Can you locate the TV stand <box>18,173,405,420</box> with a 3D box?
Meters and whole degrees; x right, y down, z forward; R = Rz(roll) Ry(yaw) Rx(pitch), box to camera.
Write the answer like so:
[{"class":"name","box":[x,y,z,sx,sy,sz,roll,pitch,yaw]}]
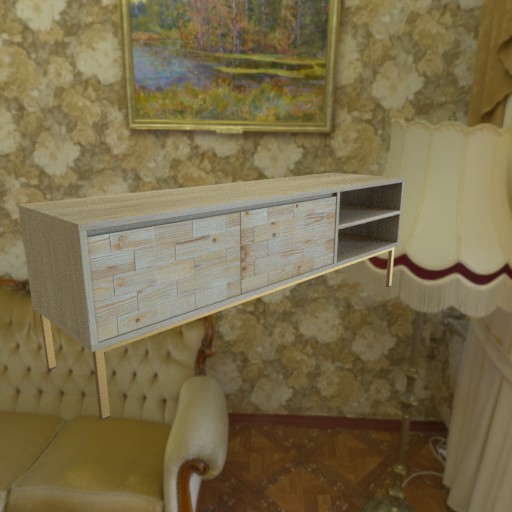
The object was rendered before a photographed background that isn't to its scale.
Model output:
[{"class":"TV stand","box":[0.000,0.000,1.806,1.600,0.550,0.420,-15,21,-43]}]
